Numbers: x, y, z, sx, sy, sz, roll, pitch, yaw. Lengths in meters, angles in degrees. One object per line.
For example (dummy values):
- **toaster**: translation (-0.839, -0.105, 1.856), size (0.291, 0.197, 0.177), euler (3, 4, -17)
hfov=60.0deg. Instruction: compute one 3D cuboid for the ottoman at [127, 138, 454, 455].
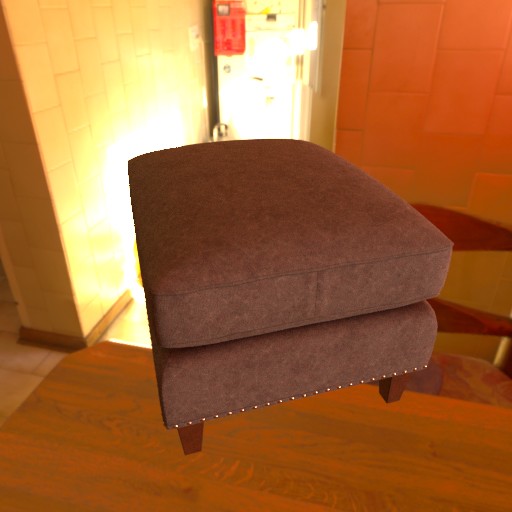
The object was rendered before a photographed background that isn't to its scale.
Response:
- **ottoman**: translation (0.000, 0.000, 1.144), size (0.584, 0.513, 0.741), euler (-8, 31, -15)
